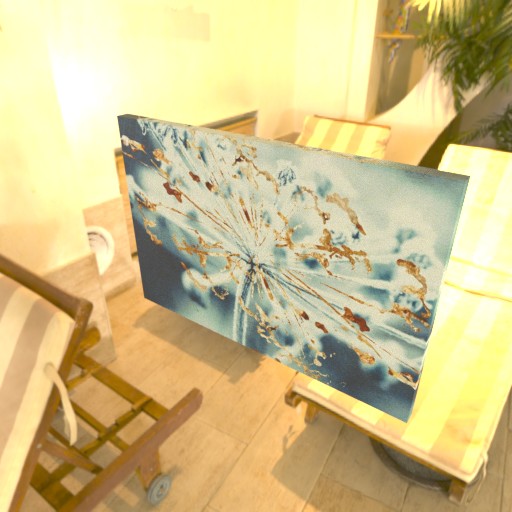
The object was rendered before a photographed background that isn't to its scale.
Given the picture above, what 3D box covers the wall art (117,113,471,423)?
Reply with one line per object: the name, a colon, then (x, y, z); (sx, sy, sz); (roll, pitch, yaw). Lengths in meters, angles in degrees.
wall art: (0.000, 0.000, 1.156); (0.912, 0.608, 0.038); (19, 35, 30)
